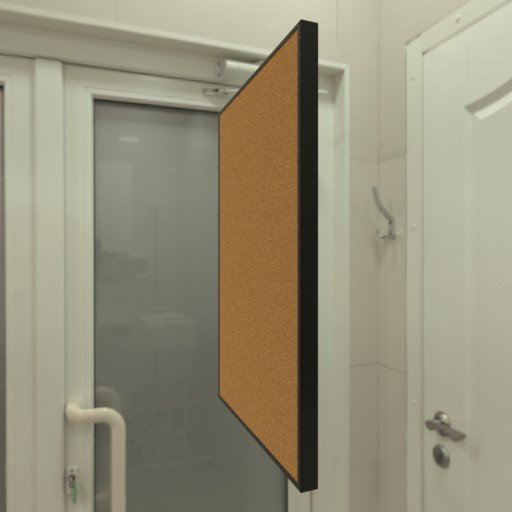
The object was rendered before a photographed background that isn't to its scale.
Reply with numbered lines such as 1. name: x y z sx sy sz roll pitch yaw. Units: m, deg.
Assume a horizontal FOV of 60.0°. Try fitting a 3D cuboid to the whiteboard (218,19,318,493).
1. whiteboard: 0.000 0.000 0.765 0.026 0.611 0.406 0 0 -20
